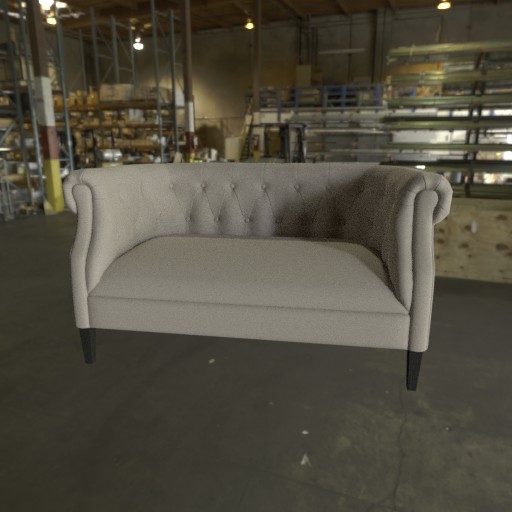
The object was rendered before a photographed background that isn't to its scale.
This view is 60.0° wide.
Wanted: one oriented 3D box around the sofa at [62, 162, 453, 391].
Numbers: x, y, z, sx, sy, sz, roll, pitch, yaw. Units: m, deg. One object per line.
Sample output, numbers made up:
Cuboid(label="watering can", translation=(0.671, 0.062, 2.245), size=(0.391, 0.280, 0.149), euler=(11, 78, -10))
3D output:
Cuboid(label="sofa", translation=(0.000, 0.000, 2.075), size=(1.558, 0.827, 0.835), euler=(2, 15, 9))
